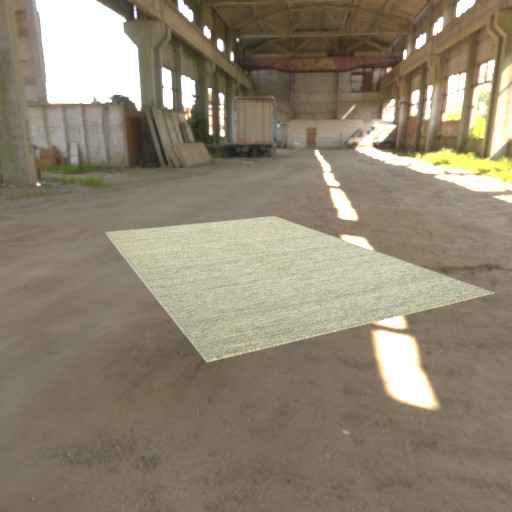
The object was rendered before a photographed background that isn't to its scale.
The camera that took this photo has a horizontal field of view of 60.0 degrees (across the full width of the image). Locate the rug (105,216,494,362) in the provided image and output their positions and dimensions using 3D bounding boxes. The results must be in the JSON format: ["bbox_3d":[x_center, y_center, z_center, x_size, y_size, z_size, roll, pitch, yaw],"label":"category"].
[{"bbox_3d":[0.000,0.000,2.334,1.250,0.015,1.850,-8,18,-26],"label":"rug"}]
